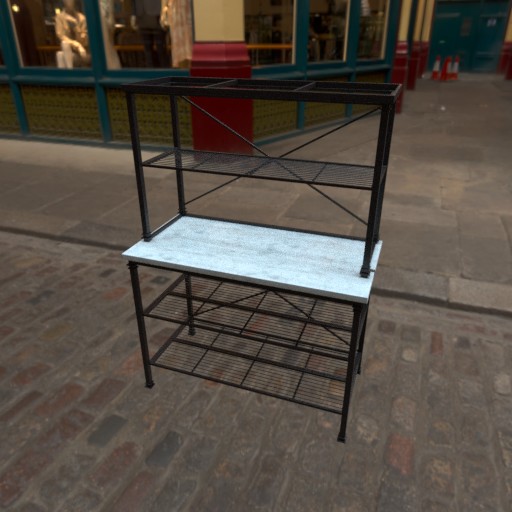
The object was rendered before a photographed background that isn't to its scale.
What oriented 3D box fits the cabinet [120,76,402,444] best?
[{"bbox_3d":[0.000,0.000,2.302,1.210,1.659,0.610,9,28,18],"label":"cabinet"}]
